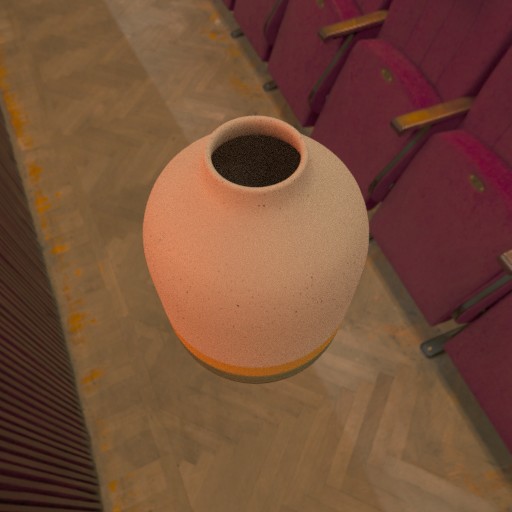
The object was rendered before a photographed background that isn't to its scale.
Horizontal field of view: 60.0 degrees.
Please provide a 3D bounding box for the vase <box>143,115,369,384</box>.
[{"bbox_3d":[0.000,0.000,0.368,0.169,0.240,0.169,0,58,0],"label":"vase"}]
